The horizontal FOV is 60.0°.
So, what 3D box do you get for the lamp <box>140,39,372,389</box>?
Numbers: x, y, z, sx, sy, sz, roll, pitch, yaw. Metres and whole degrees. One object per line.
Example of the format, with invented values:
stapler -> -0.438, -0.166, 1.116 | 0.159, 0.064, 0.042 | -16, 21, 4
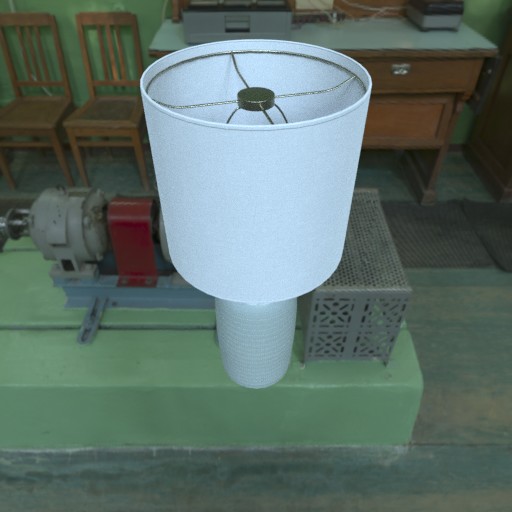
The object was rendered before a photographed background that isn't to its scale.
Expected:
lamp -> 0.000, 0.000, 0.589 | 0.220, 0.475, 0.220 | -1, 42, -1
